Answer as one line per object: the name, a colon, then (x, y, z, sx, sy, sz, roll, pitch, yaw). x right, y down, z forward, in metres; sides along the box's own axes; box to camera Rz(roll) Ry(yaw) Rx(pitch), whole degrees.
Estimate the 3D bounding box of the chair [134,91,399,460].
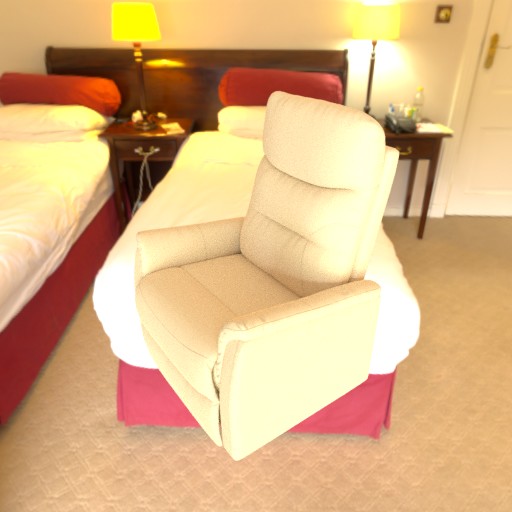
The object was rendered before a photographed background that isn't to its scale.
chair: (0.000, 0.000, 1.687, 0.831, 1.082, 0.775, -20, 35, -31)
